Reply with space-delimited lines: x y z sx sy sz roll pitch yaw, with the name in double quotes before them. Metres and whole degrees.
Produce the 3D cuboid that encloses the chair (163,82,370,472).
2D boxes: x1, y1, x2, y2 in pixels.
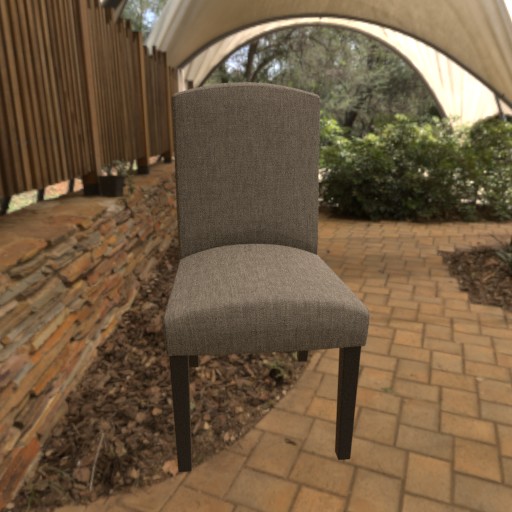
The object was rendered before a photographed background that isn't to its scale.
"chair" 0.000 0.000 1.190 0.451 0.917 0.580 -2 16 -6
